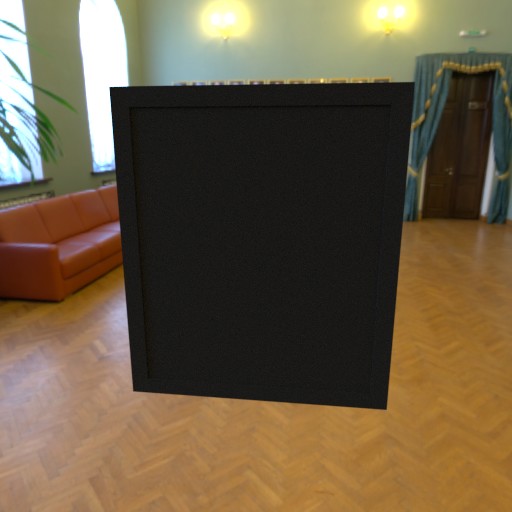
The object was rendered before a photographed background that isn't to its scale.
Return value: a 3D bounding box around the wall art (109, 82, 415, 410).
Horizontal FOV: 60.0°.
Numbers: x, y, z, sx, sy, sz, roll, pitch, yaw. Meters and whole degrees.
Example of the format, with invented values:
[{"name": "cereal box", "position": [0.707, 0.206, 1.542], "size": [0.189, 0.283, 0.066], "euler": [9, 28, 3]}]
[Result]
[{"name": "wall art", "position": [0.000, 0.000, 0.499], "size": [0.311, 0.361, 0.010], "euler": [2, 15, 7]}]
